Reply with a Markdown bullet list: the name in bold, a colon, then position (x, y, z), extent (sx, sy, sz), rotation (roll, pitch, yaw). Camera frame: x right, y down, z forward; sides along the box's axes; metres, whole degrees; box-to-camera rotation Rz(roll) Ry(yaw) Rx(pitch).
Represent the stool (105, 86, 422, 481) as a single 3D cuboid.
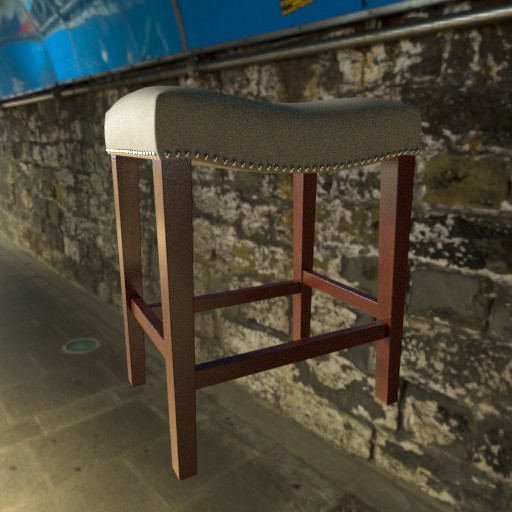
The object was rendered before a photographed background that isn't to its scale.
- **stool**: position (0.000, 0.000, 0.922), extent (0.509, 0.632, 0.375), rotation (-8, 16, -27)
